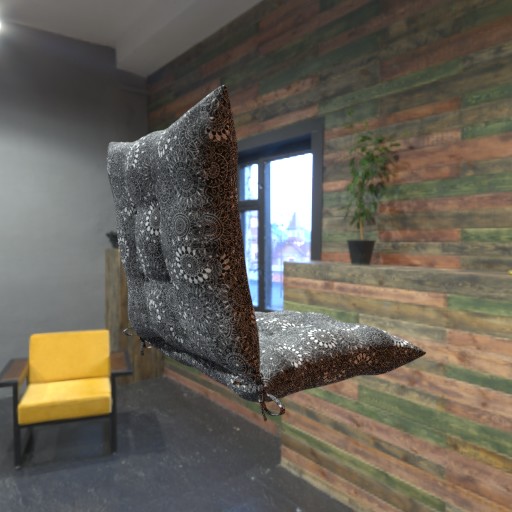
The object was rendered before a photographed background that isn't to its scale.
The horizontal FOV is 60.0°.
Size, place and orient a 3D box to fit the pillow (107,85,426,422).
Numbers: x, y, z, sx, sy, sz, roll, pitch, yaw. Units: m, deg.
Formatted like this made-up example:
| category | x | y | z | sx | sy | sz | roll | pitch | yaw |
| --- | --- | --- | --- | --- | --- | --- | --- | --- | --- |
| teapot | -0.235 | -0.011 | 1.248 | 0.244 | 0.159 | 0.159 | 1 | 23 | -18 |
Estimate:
| category | x | y | z | sx | sy | sz | roll | pitch | yaw |
| --- | --- | --- | --- | --- | --- | --- | --- | --- | --- |
| pillow | 0.000 | 0.000 | 1.008 | 0.585 | 0.536 | 0.541 | -1 | 2 | -37 |
